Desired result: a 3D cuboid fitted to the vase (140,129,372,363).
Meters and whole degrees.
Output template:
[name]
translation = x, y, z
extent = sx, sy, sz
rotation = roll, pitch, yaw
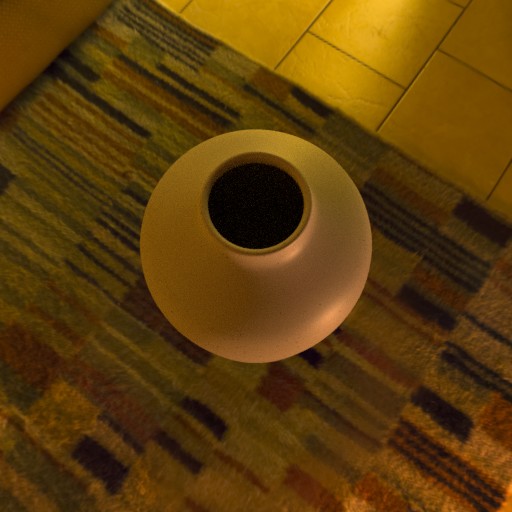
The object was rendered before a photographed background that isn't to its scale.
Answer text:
[vase]
translation = 0.000, 0.000, 0.363
extent = 0.169, 0.240, 0.169
rotation = 0, 75, 0
